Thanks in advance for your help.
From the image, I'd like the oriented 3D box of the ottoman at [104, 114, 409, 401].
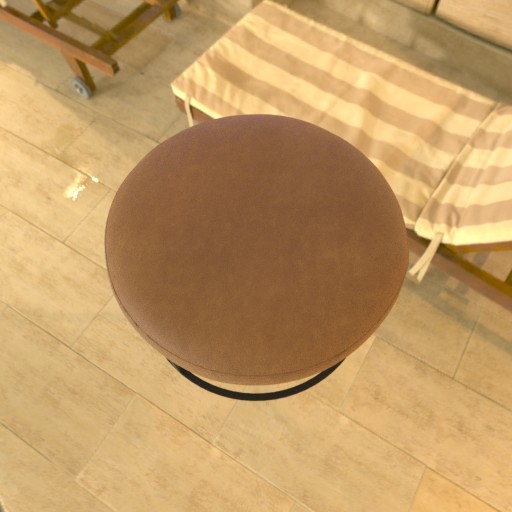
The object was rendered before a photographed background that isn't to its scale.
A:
[{"bbox_3d":[0.000,0.000,1.277,0.771,0.460,0.771,0,63,0],"label":"ottoman"}]
